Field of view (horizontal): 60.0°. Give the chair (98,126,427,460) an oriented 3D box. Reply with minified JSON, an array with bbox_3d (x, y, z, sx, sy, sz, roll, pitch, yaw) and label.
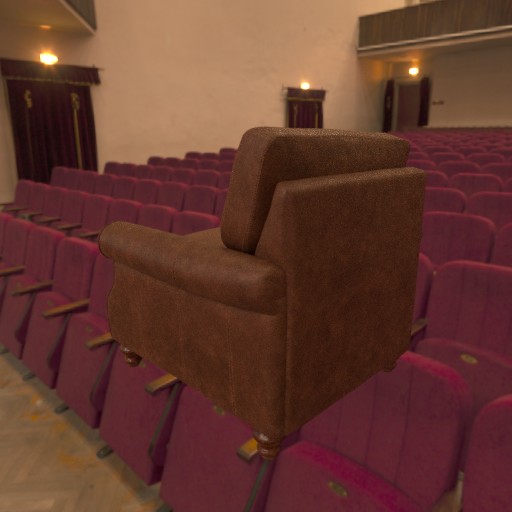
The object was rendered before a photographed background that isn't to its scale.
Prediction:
[{"bbox_3d":[0.000,0.000,1.759,1.002,0.976,0.996,15,21,43],"label":"chair"}]
